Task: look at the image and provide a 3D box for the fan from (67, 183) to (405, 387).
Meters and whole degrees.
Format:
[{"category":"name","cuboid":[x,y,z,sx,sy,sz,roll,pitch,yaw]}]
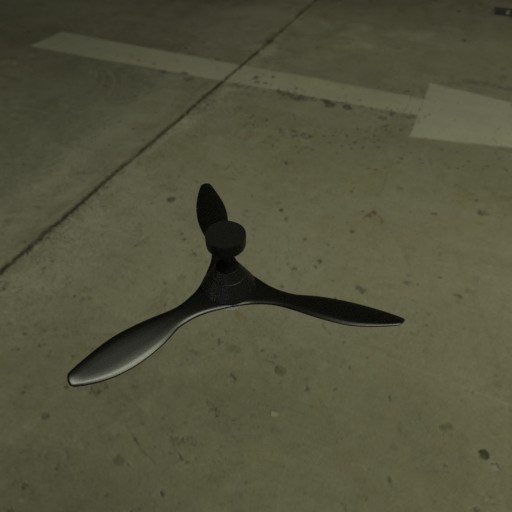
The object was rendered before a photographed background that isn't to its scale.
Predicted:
[{"category":"fan","cuboid":[0.000,0.000,1.633,1.067,0.305,1.067,4,45,4]}]
